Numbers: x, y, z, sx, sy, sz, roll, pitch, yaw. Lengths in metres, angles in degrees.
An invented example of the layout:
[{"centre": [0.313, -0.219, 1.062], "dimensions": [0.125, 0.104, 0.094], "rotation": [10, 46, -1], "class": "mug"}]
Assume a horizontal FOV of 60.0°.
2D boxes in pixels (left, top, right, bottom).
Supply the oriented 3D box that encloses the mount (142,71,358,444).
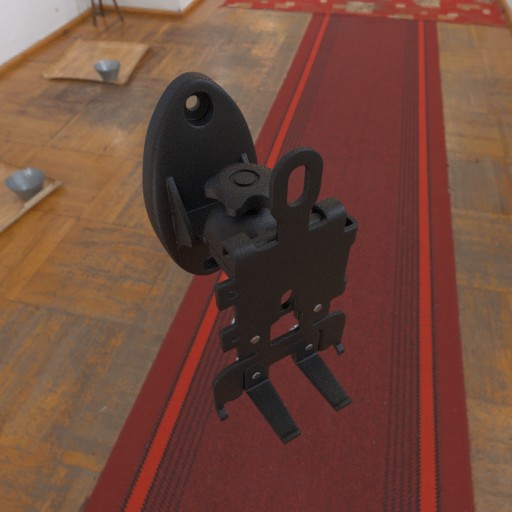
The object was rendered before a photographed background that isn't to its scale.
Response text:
[{"centre": [0.000, 0.000, 0.173], "dimensions": [0.066, 0.118, 0.100], "rotation": [-23, 49, -21], "class": "mount"}]
